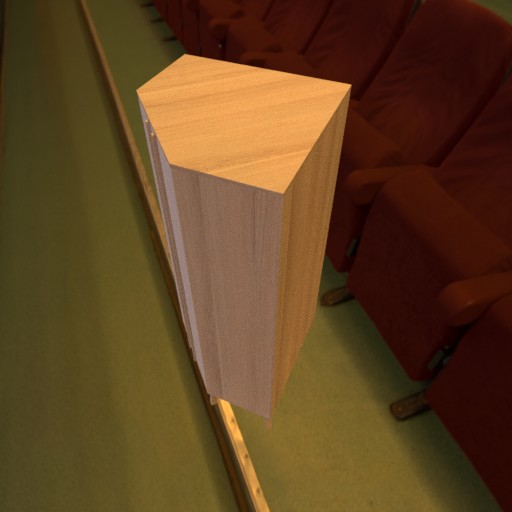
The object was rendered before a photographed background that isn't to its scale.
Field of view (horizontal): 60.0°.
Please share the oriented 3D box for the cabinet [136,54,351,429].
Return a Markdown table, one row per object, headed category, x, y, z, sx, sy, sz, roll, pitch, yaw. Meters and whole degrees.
| category | x | y | z | sx | sy | sz | roll | pitch | yaw |
| --- | --- | --- | --- | --- | --- | --- | --- | --- | --- |
| cabinet | 0.000 | 0.000 | 2.671 | 0.969 | 1.957 | 1.272 | -16 | 48 | -15 |
